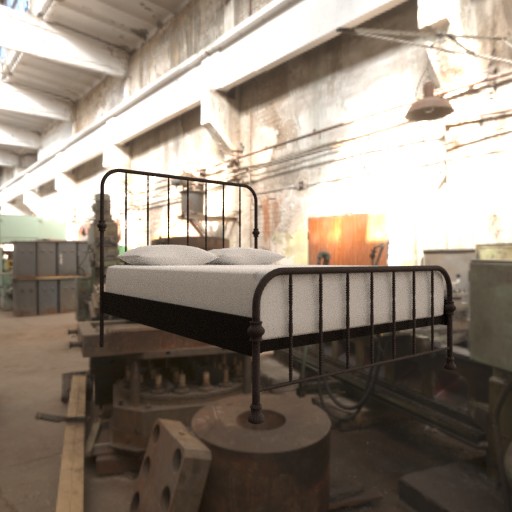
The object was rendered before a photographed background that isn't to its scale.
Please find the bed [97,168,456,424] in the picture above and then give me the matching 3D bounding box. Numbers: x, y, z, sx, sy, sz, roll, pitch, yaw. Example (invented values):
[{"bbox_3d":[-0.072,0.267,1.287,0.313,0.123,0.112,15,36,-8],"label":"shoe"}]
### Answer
[{"bbox_3d":[0.000,0.000,3.185,1.616,1.446,2.134,0,-1,-37],"label":"bed"}]
